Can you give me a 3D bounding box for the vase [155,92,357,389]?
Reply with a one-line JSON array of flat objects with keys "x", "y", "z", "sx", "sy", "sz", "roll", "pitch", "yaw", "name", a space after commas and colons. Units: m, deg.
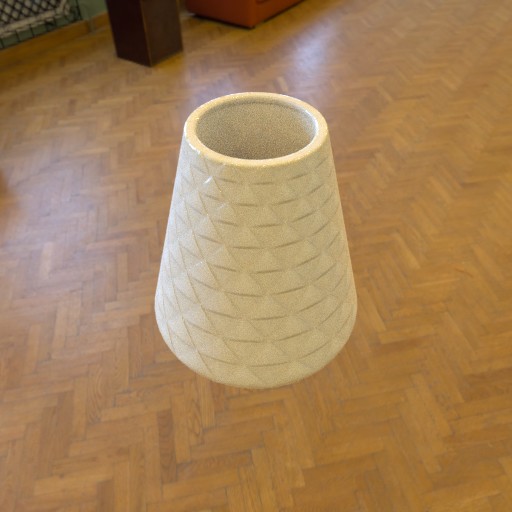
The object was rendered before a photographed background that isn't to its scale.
[{"x": 0.000, "y": 0.000, "z": 0.353, "sx": 0.175, "sy": 0.230, "sz": 0.175, "roll": 0, "pitch": 46, "yaw": 0, "name": "vase"}]
